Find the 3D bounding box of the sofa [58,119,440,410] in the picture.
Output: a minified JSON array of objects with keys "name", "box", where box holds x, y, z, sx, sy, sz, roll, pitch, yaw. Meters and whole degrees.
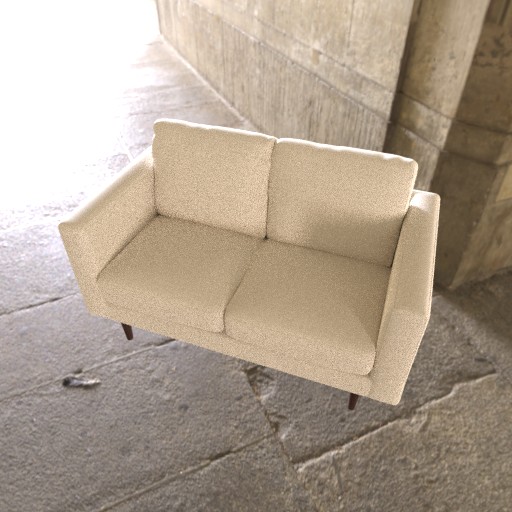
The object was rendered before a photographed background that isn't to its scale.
[{"name":"sofa","box":[0.000,0.000,1.978,1.430,0.908,0.796,13,42,15]}]
